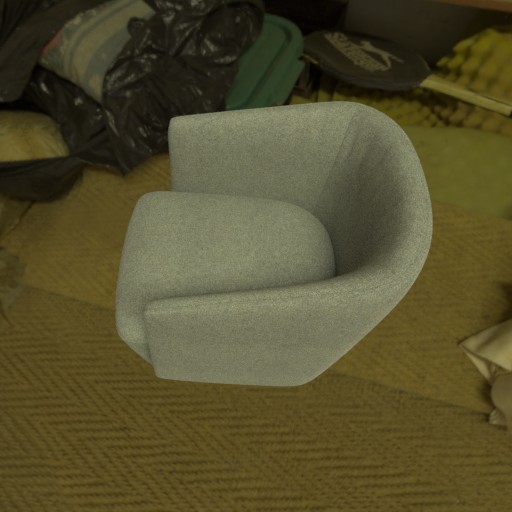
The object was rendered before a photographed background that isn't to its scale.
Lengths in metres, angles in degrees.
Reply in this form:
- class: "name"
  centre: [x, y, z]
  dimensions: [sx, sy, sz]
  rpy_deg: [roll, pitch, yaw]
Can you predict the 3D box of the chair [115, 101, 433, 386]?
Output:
- class: "chair"
  centre: [0.000, 0.000, 1.633]
  dimensions: [0.986, 0.861, 0.822]
  rpy_deg: [-1, 56, 0]
